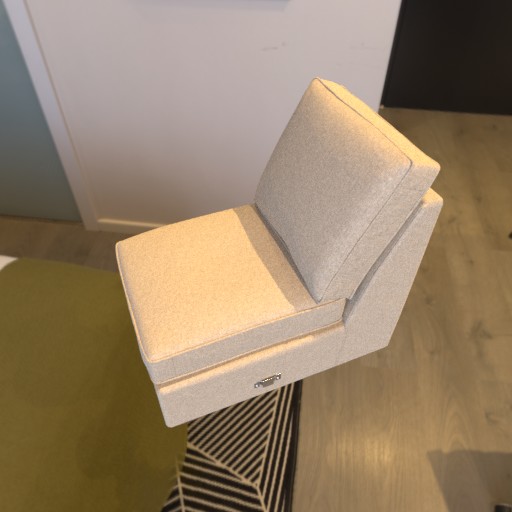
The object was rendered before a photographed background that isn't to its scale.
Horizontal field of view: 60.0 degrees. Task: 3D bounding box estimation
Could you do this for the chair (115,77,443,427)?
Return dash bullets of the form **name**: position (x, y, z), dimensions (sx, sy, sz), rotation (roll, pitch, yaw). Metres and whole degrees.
- **chair**: position (0.000, 0.000, 1.722), dimensions (1.020, 1.058, 0.674), rotation (-16, 47, -16)
